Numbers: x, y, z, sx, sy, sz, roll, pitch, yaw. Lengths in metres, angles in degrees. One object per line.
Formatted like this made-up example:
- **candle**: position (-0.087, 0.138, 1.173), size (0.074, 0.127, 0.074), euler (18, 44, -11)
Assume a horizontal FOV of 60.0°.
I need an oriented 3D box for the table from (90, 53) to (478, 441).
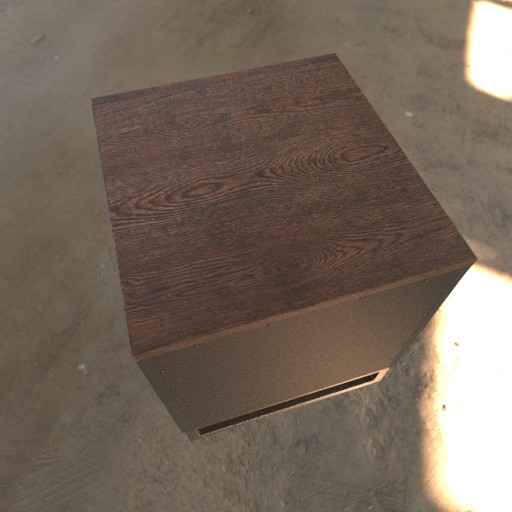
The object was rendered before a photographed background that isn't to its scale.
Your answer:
- **table**: position (0.000, 0.000, 0.998), size (0.506, 0.582, 0.566), euler (-14, 58, -9)
